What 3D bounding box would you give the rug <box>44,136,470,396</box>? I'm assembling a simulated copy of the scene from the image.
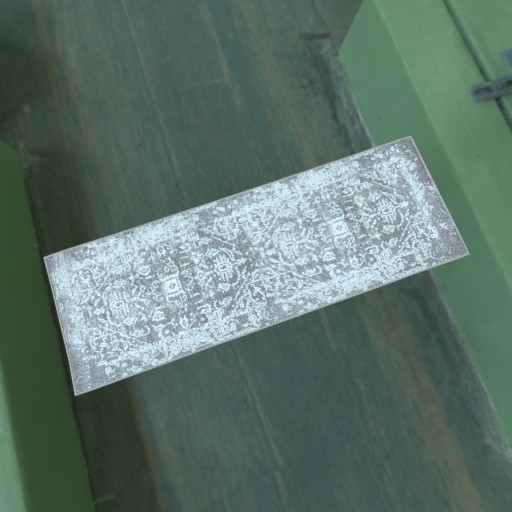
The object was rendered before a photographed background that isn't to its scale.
[{"bbox_3d":[0.000,0.000,2.684,2.452,0.017,0.855,-19,76,-5],"label":"rug"}]
